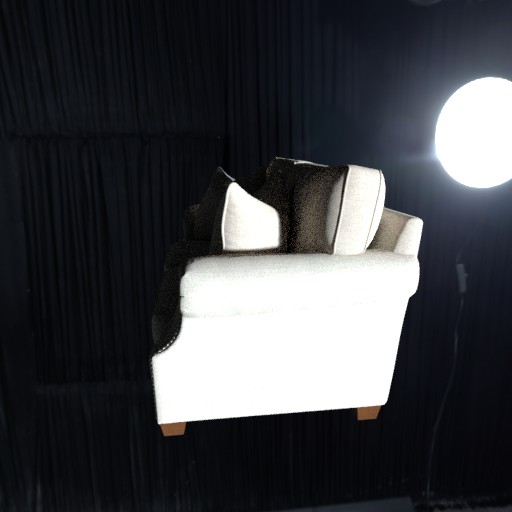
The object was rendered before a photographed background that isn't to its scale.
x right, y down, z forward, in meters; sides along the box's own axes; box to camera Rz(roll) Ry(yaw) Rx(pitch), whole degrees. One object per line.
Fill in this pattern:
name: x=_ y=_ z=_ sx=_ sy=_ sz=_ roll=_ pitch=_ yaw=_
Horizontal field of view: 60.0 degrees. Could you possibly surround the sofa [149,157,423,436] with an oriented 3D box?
sofa: x=0.000 y=0.000 z=2.273 sx=0.966 sy=0.966 sz=1.701 roll=-2 pitch=14 yaw=-8
